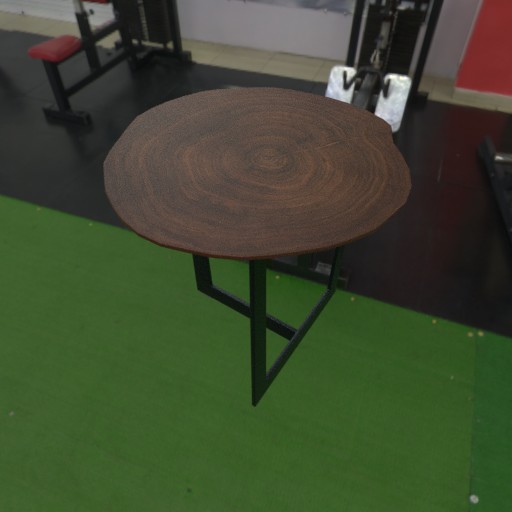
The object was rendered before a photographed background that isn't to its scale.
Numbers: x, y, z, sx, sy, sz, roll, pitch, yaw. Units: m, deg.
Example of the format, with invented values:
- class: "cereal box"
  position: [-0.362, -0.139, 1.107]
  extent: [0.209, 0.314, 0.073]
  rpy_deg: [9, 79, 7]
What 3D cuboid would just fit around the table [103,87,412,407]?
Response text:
- class: "table"
  position: [0.000, 0.000, 0.890]
  extent: [0.494, 0.476, 0.477]
  rpy_deg: [17, 48, 16]
